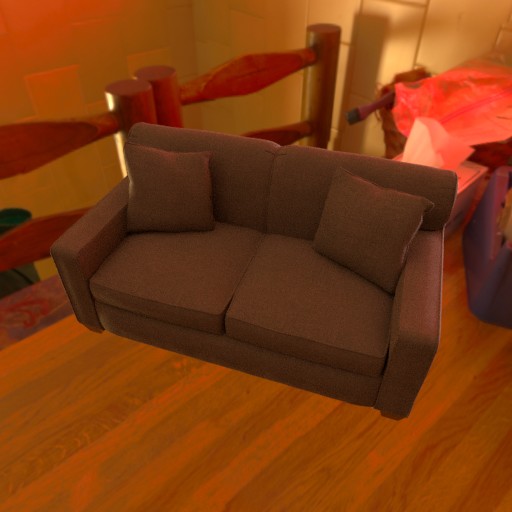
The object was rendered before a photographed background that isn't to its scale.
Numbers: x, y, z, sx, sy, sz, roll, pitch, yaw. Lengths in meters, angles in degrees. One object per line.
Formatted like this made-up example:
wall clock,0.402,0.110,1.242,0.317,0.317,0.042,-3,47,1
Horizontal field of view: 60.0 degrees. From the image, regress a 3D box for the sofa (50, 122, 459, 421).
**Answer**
sofa,0.000,0.000,2.381,1.846,0.958,1.000,13,42,14
